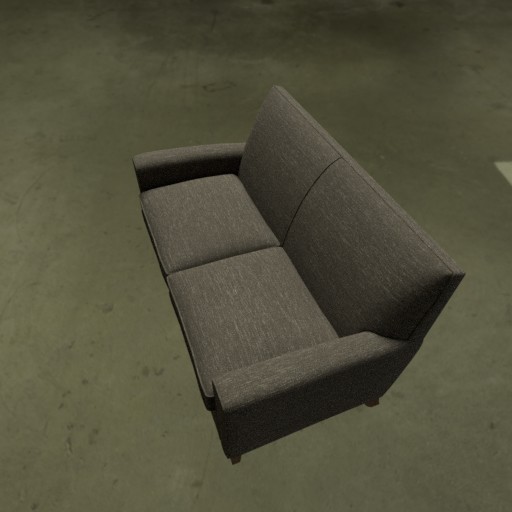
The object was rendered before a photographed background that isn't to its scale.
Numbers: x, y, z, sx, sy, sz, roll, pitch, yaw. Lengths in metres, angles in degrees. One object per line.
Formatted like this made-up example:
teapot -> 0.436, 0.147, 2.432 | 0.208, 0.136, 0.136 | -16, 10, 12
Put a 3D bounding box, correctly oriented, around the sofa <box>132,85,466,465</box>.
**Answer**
sofa -> 0.000, 0.000, 2.059 | 0.867, 0.905, 1.509 | -16, 47, -15
